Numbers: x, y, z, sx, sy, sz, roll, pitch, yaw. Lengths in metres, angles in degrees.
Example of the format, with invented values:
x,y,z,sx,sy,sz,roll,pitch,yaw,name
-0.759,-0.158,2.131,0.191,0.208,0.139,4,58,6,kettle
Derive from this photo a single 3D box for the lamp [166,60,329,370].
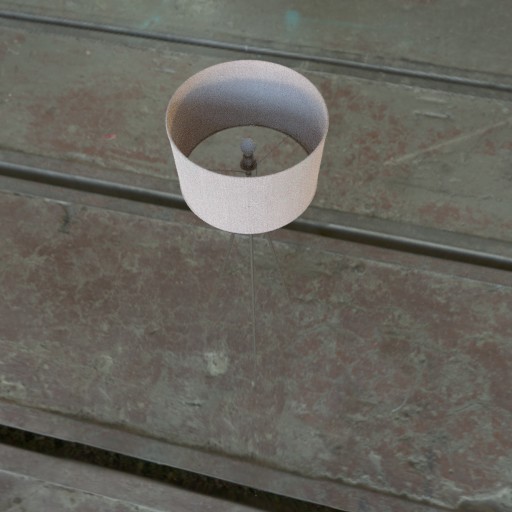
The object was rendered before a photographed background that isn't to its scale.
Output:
x,y,z,sx,sy,sz,roll,pitch,yaw,name
0.000,0.000,1.793,0.460,1.545,0.449,-30,66,-15,lamp
